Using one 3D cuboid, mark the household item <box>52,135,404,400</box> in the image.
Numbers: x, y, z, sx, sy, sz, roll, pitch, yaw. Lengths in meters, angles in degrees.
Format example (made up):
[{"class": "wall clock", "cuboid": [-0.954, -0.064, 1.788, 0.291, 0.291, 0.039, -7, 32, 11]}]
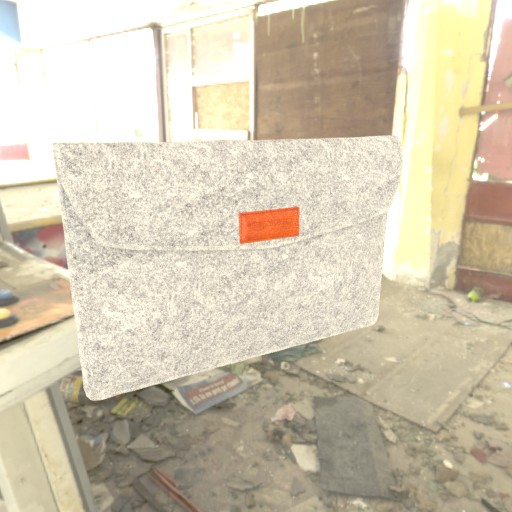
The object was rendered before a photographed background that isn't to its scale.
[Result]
[{"class": "household item", "cuboid": [0.000, 0.000, 0.429, 0.335, 0.221, 0.057, -9, 19, -27]}]
